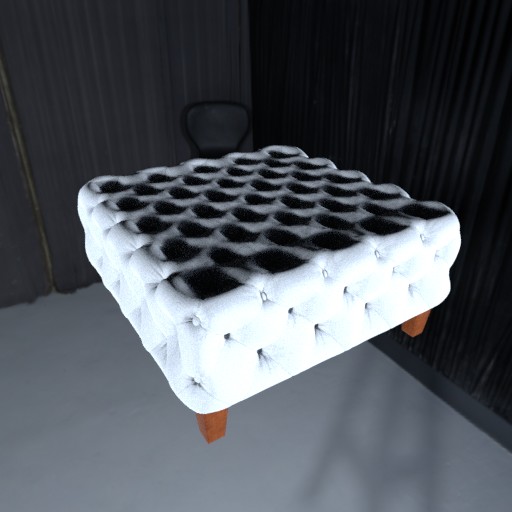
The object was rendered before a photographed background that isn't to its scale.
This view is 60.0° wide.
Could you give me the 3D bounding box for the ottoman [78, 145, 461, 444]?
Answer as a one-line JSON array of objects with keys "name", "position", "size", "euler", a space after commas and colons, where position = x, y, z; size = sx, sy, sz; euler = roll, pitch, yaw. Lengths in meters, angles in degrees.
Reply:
[{"name": "ottoman", "position": [0.000, 0.000, 1.205], "size": [0.758, 0.365, 0.764], "euler": [-18, 34, -28]}]
